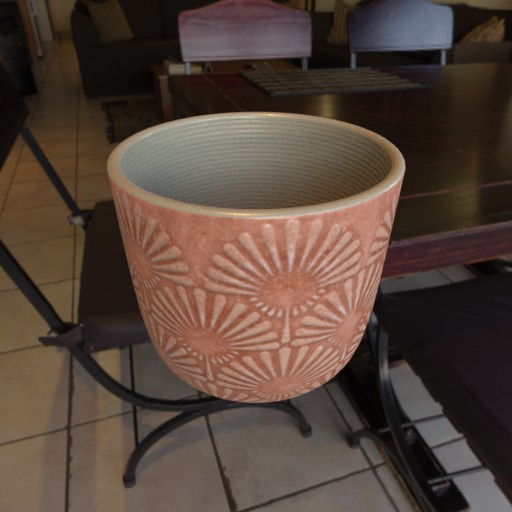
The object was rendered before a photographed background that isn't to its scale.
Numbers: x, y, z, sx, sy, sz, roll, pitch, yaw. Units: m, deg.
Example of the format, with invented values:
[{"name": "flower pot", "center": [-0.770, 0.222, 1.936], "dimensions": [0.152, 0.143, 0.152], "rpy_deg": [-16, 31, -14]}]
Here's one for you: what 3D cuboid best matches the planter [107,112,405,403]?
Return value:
[{"name": "planter", "center": [0.000, 0.000, 0.219], "dimensions": [0.124, 0.109, 0.124], "rpy_deg": [0, 32, 0]}]
